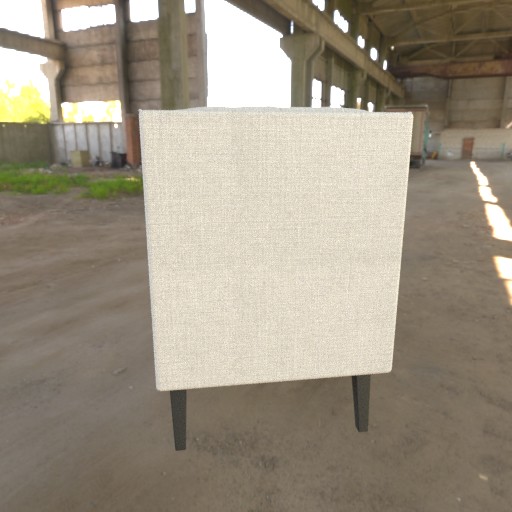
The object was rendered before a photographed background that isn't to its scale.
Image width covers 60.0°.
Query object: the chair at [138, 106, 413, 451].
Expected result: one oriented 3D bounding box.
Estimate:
[{"bbox_3d":[0.000,0.000,1.463,0.658,0.891,0.772,-2,15,-8],"label":"chair"}]
